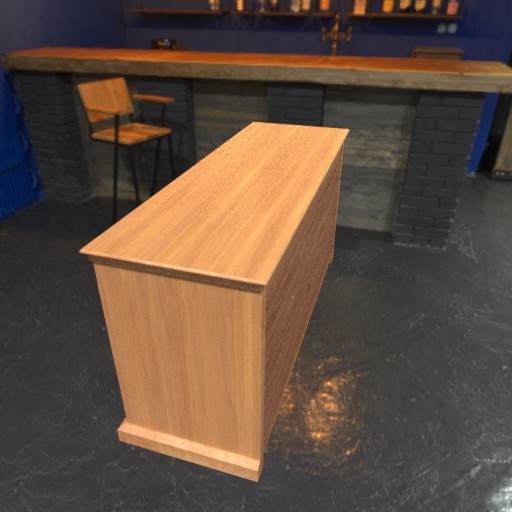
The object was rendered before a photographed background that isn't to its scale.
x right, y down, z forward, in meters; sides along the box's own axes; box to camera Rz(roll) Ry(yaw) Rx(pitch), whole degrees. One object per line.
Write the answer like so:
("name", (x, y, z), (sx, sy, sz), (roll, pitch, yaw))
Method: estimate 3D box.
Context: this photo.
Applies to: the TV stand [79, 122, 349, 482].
("TV stand", (0.000, 0.000, 1.511), (0.417, 0.607, 1.181), (9, 31, 15))
